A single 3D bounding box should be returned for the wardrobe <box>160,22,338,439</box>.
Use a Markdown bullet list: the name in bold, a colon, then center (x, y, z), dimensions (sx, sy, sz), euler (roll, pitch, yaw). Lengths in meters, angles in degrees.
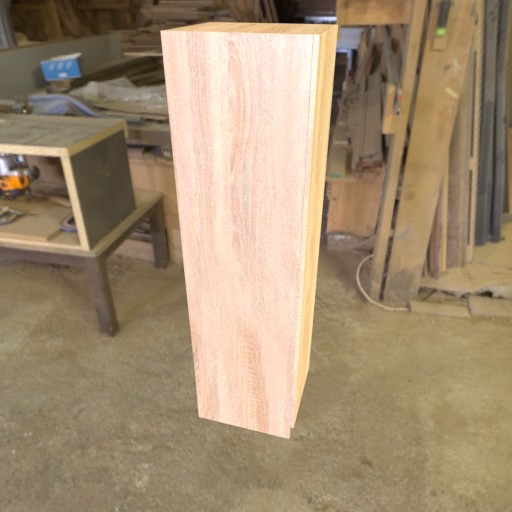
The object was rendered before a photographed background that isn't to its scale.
- **wardrobe**: center (0.000, 0.000, 2.305), dimensions (0.588, 2.117, 0.496), euler (8, 32, 14)
